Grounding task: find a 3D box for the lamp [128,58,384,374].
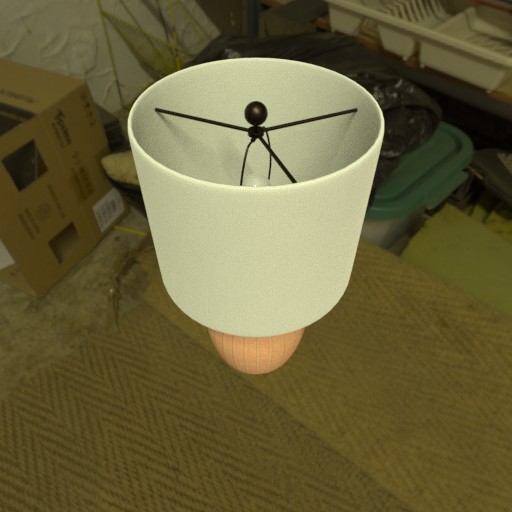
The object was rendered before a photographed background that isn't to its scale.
[{"bbox_3d":[0.000,0.000,0.773,0.329,0.570,0.329,0,47,0],"label":"lamp"}]
